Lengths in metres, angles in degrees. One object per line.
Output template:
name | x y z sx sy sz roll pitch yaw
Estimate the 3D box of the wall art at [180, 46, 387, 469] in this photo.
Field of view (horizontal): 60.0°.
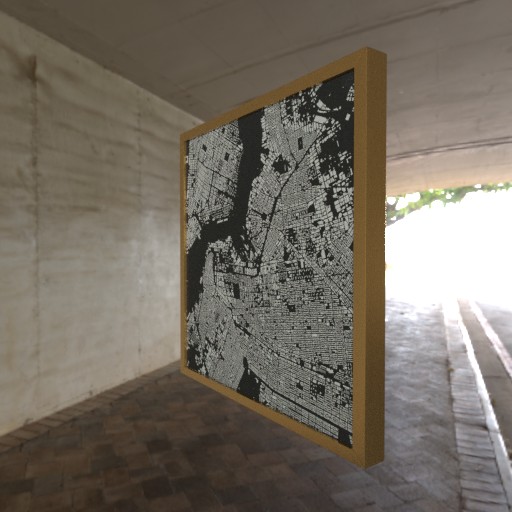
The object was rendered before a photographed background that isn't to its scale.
wall art | 0.000 0.000 0.450 0.023 0.305 0.305 -1 1 -35
